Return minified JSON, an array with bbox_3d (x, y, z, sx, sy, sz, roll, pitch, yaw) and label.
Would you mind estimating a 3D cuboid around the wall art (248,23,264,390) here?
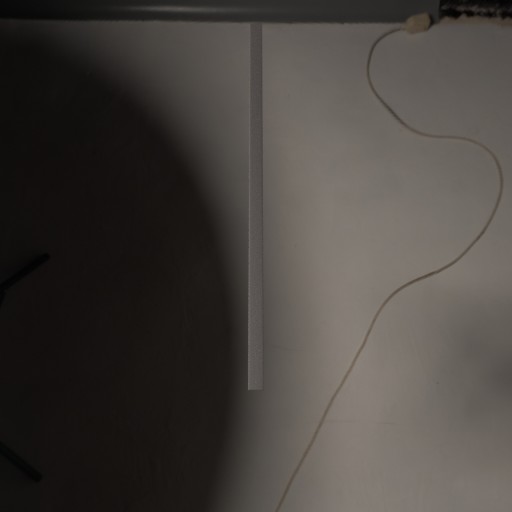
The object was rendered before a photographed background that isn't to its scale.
[{"bbox_3d":[0.000,0.000,0.687,0.013,0.534,0.380,0,75,0],"label":"wall art"}]
